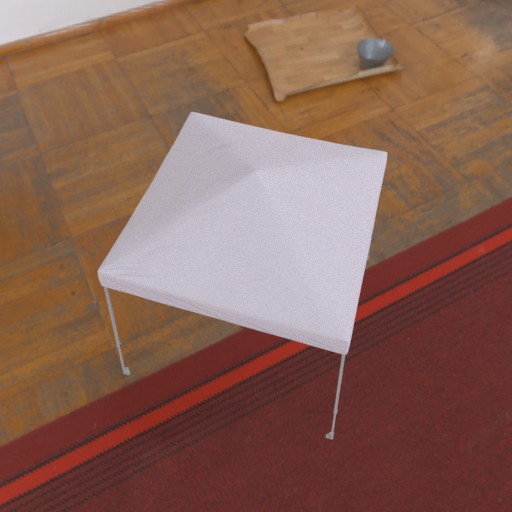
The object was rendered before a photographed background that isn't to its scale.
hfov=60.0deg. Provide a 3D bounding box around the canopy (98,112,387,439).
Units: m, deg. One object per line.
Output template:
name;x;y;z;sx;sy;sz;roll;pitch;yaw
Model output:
canopy;0.000;0.000;5.262;2.850;2.850;2.849;14;58;9
